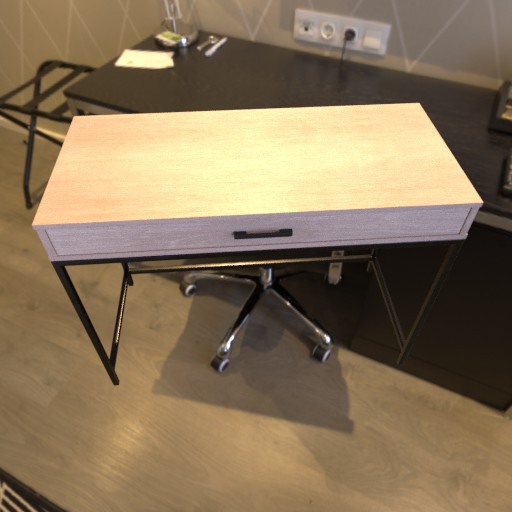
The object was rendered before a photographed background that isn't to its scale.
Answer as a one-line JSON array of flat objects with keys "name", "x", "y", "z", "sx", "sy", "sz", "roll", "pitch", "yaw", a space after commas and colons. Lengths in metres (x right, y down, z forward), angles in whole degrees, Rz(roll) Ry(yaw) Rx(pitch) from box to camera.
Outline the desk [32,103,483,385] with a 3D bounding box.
[{"name": "desk", "x": 0.000, "y": 0.000, "z": 1.424, "sx": 1.016, "sy": 0.762, "sz": 0.470, "roll": -3, "pitch": 47, "yaw": -3}]
